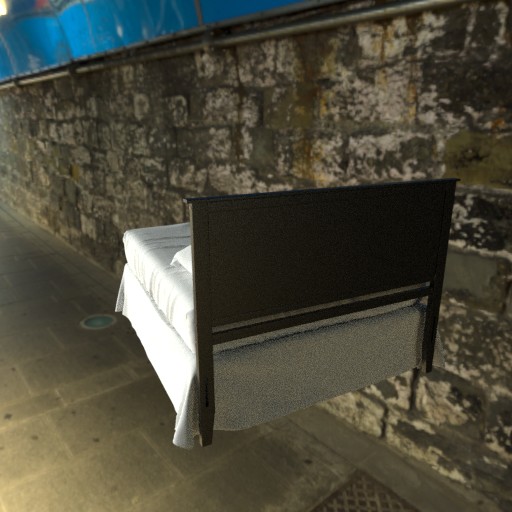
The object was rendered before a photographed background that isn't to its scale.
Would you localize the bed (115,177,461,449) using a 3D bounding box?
[{"bbox_3d":[0.000,0.000,3.271,1.870,1.270,2.050,-8,19,-25],"label":"bed"}]
